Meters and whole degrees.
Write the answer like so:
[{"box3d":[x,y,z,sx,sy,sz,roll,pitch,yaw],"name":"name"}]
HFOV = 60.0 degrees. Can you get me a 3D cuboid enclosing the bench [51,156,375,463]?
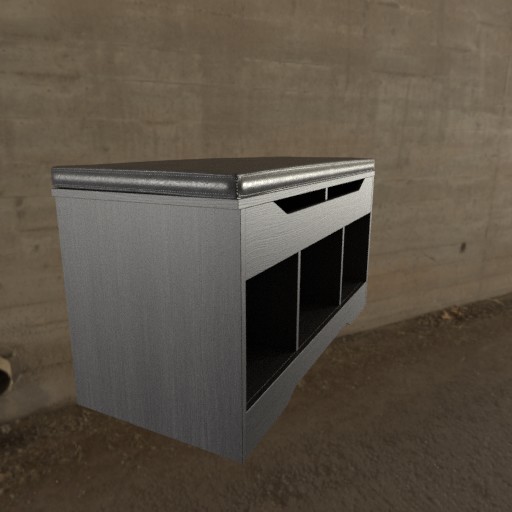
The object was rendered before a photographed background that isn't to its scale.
[{"box3d":[0.000,0.000,1.179,0.401,0.501,0.905,7,15,26],"name":"bench"}]
